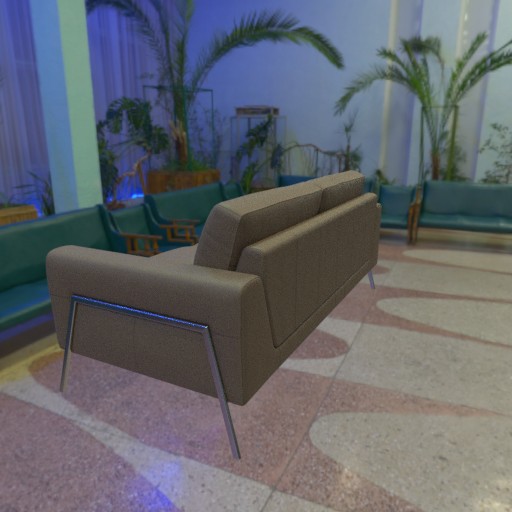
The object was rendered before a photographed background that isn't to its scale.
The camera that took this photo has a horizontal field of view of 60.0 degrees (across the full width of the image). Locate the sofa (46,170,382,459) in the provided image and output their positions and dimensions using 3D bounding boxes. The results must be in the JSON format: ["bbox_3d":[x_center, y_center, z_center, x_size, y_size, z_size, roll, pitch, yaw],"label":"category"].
[{"bbox_3d":[0.000,0.000,2.511,0.953,0.875,2.017,8,17,27],"label":"sofa"}]
